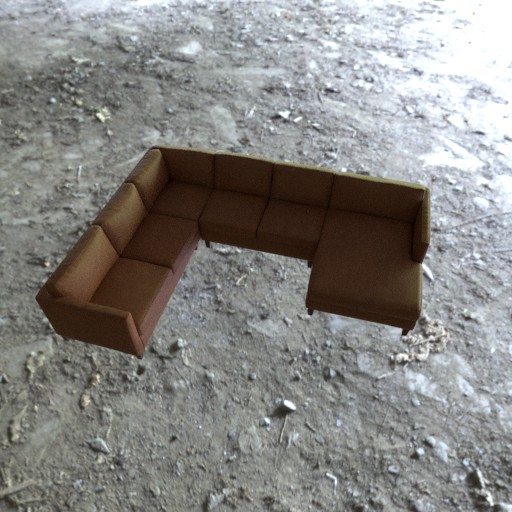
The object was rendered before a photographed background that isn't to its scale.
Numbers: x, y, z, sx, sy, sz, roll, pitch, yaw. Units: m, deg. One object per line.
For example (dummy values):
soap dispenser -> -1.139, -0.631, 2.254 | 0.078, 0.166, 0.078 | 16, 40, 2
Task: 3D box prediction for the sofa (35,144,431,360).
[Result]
sofa -> 0.000, 0.000, 4.688 | 3.460, 0.923, 2.593 | 11, 48, 10
